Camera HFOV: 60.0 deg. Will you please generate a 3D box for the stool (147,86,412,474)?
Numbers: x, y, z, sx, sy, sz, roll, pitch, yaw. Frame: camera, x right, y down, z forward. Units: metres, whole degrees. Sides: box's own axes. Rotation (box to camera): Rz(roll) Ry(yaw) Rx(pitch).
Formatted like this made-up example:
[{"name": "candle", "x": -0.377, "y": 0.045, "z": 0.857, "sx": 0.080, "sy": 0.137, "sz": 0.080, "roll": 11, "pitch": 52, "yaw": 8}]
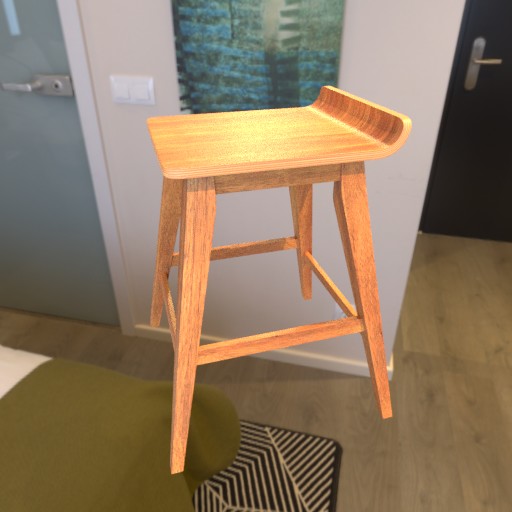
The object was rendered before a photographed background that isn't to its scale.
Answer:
[{"name": "stool", "x": 0.000, "y": 0.000, "z": 0.992, "sx": 0.500, "sy": 0.650, "sz": 0.500, "roll": -8, "pitch": 31, "yaw": -14}]
